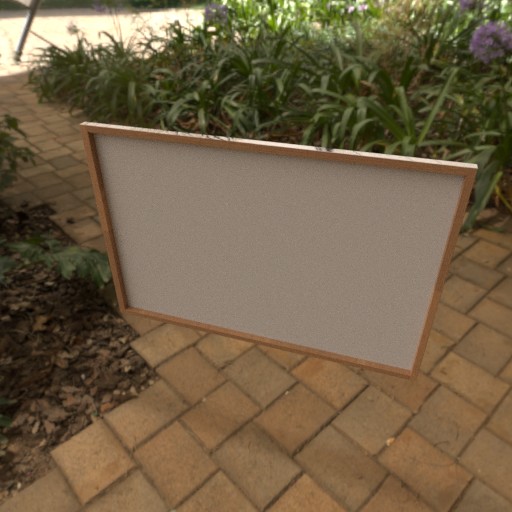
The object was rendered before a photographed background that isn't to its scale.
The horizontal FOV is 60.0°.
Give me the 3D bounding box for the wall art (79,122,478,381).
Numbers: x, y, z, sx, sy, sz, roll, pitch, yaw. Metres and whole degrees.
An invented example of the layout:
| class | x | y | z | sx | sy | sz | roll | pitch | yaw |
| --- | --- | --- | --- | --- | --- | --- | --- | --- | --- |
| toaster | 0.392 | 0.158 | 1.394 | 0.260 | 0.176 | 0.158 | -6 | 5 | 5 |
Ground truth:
| class | x | y | z | sx | sy | sz | roll | pitch | yaw |
| --- | --- | --- | --- | --- | --- | --- | --- | --- | --- |
| wall art | 0.000 | 0.000 | 1.154 | 0.914 | 0.607 | 0.023 | 10 | 35 | 15 |
